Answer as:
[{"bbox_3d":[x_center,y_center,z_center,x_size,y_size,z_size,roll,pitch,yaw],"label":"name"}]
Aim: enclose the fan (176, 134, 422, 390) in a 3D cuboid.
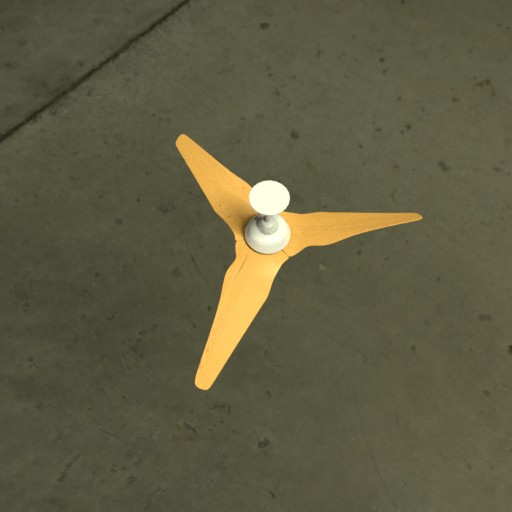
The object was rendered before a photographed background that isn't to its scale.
[{"bbox_3d":[0.000,0.000,1.663,1.142,0.355,1.010,19,66,9],"label":"fan"}]
